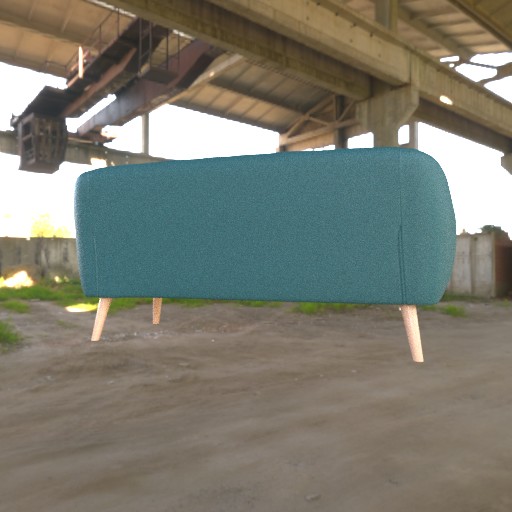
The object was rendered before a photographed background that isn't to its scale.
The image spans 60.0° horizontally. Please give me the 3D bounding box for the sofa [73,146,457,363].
[{"bbox_3d":[0.000,0.000,2.221,1.840,0.836,0.820,0,0,17],"label":"sofa"}]
